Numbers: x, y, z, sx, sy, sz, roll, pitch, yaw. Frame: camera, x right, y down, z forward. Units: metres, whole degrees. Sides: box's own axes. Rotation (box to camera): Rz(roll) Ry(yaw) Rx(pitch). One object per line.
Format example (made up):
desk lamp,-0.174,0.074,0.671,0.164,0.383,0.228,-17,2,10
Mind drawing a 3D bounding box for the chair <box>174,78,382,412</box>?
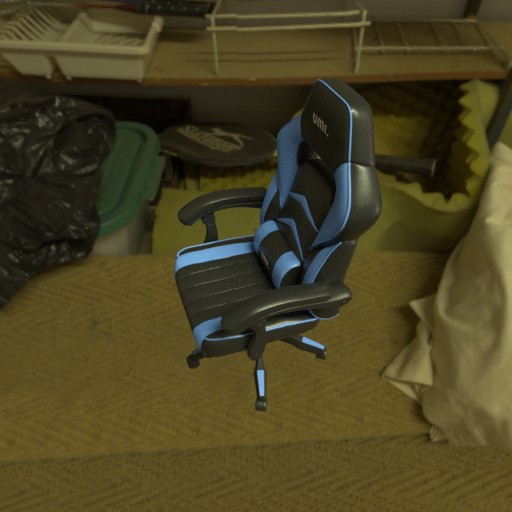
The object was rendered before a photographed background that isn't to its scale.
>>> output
chair,0.000,0.000,1.769,0.700,1.280,0.700,-15,48,-15
